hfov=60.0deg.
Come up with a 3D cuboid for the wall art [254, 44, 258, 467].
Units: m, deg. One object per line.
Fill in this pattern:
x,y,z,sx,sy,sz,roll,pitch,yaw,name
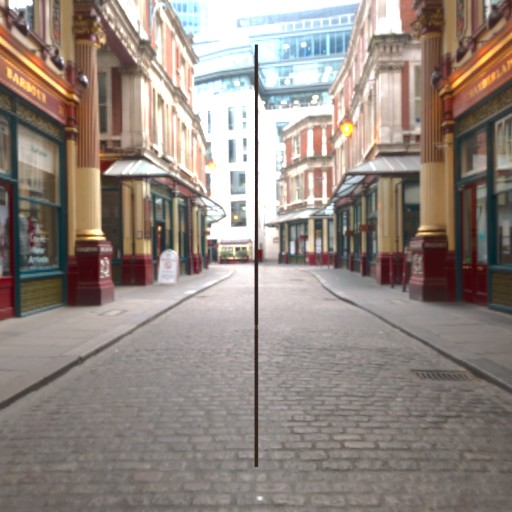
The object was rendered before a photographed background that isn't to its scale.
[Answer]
0.000,0.000,2.360,0.014,1.525,1.527,0,0,0,wall art
